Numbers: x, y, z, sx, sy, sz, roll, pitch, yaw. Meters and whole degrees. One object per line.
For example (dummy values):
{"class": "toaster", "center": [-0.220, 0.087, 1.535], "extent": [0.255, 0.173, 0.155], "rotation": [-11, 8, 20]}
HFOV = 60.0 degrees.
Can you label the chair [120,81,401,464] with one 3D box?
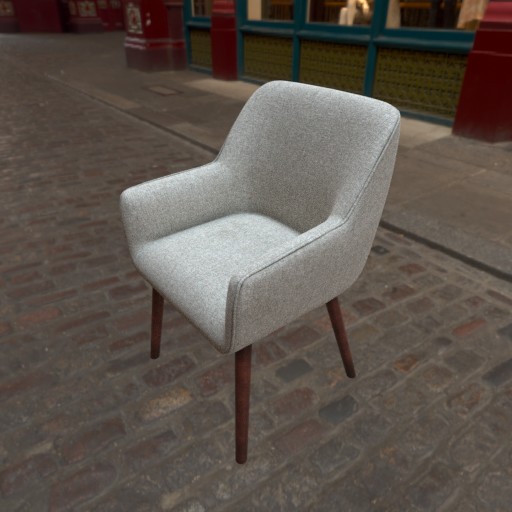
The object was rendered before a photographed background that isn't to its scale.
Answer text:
{"class": "chair", "center": [0.000, 0.000, 1.193], "extent": [0.519, 0.803, 0.543], "rotation": [-22, 37, -32]}
